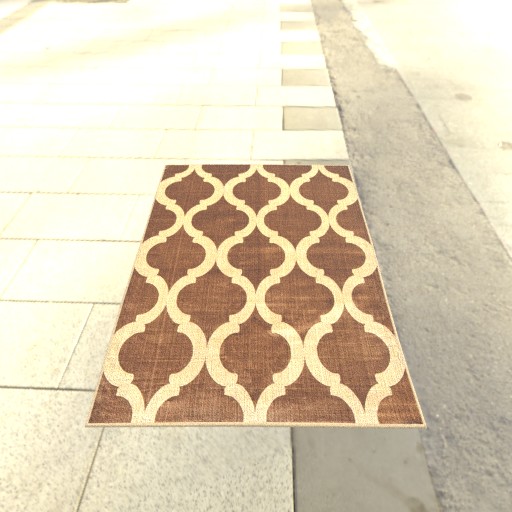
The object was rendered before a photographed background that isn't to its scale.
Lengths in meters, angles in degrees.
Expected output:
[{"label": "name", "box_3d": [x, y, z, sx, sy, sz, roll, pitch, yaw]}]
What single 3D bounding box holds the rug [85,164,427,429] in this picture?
[{"label": "rug", "box_3d": [0.000, 0.000, 2.812, 1.526, 0.014, 2.290, 0, 41, 0]}]
